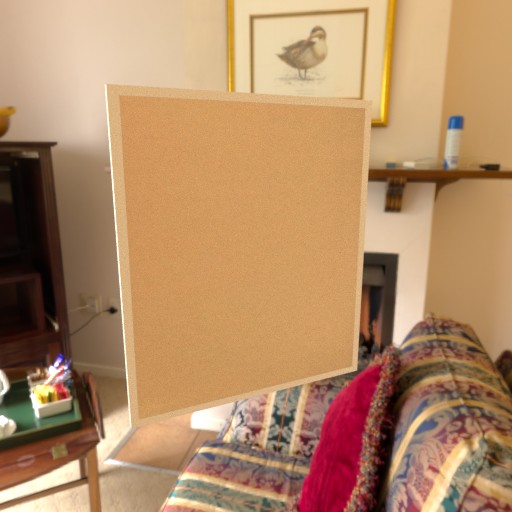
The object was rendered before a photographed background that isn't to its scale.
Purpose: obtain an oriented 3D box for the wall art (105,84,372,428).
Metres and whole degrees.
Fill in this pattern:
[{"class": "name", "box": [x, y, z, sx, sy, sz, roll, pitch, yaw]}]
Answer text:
[{"class": "wall art", "box": [0.000, 0.000, 0.804, 0.482, 0.557, 0.012, -6, 14, -25]}]
